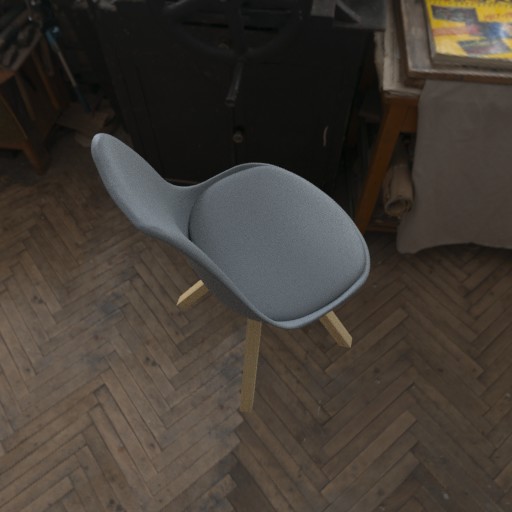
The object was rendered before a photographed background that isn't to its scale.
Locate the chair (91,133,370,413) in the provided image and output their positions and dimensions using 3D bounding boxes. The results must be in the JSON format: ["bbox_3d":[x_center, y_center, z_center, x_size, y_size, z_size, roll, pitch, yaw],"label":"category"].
[{"bbox_3d":[0.000,0.000,1.123,0.549,0.850,0.485,-28,61,-17],"label":"chair"}]
